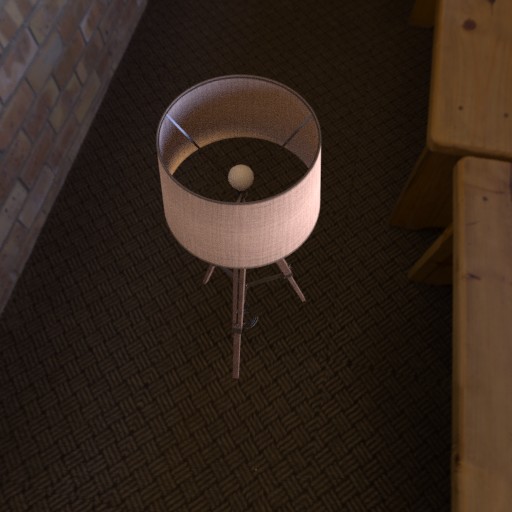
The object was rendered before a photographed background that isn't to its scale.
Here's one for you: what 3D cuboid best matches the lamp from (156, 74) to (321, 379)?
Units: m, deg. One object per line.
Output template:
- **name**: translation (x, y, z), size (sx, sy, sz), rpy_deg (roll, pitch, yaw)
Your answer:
- **lamp**: translation (0.000, 0.000, 1.819), size (0.587, 1.510, 0.604), rpy_deg (-18, 66, -9)
